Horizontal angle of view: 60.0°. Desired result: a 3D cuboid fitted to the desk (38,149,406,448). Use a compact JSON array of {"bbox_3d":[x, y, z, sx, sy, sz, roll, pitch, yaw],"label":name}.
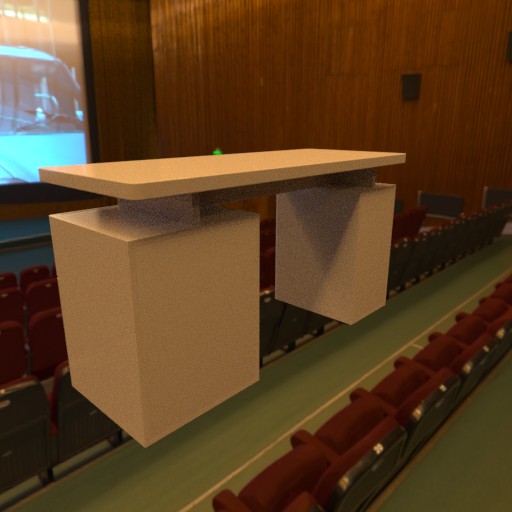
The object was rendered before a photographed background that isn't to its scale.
[{"bbox_3d":[0.000,0.000,1.780,0.550,0.762,1.400,15,22,41],"label":"desk"}]
